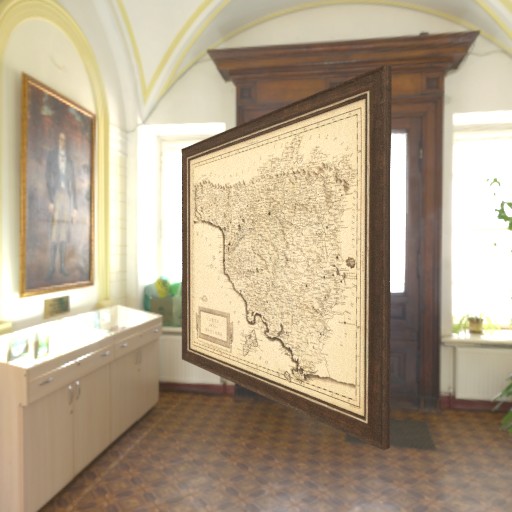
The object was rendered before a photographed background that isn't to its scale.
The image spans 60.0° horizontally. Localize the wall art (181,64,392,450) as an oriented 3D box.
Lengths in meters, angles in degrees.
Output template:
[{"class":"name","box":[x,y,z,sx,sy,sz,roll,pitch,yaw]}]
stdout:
[{"class":"wall art","box":[0.000,0.000,1.432,0.023,0.875,1.033,-1,1,-36]}]
